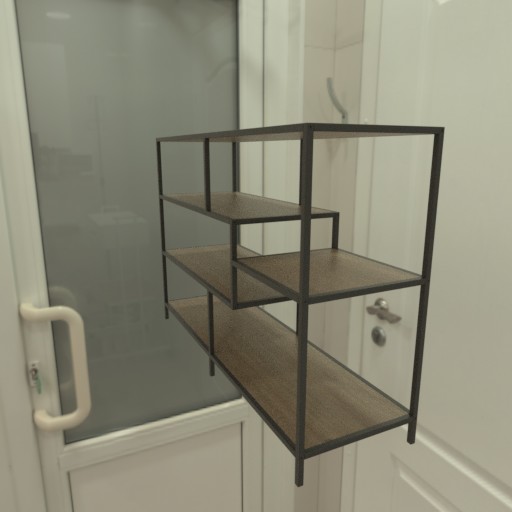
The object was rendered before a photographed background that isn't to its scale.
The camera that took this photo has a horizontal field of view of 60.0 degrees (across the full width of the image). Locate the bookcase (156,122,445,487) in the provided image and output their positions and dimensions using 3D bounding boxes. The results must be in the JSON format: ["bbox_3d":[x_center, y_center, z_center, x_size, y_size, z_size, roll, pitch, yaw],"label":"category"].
[{"bbox_3d":[0.000,0.000,1.468,0.350,0.780,1.140,-6,15,-25],"label":"bookcase"}]
